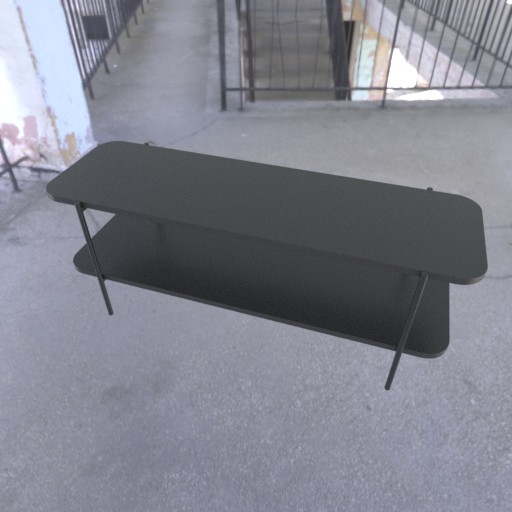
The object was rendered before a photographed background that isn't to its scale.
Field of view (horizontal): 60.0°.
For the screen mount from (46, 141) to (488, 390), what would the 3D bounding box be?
[{"bbox_3d":[0.000,0.000,1.391,1.200,0.447,0.400,12,41,14],"label":"screen mount"}]
